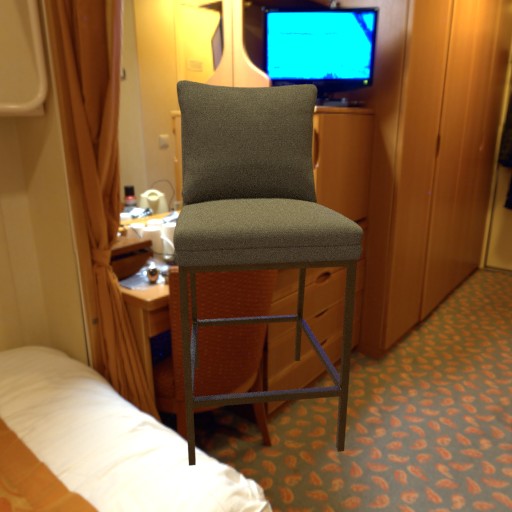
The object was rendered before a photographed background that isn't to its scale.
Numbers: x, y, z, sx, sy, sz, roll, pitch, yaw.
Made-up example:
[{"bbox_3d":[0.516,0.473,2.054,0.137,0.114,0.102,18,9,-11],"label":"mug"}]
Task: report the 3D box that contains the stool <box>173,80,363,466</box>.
[{"bbox_3d":[0.000,0.000,1.357,0.463,1.031,0.569,-2,17,-7],"label":"stool"}]
